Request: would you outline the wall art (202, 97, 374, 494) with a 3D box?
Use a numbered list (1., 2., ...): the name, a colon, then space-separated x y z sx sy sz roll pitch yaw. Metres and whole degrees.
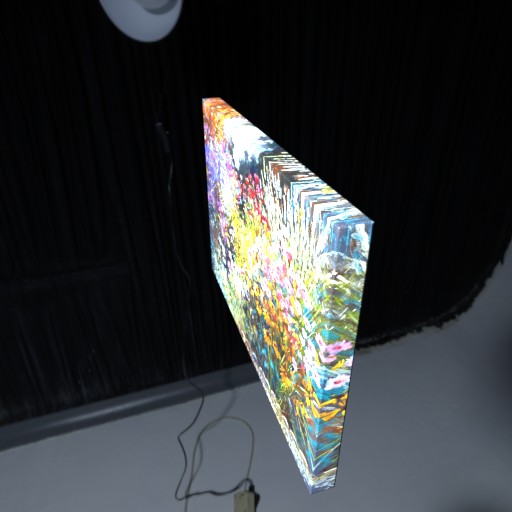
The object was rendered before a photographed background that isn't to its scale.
1. wall art: 0.000 0.000 0.757 0.037 0.406 0.610 -9 32 -15
